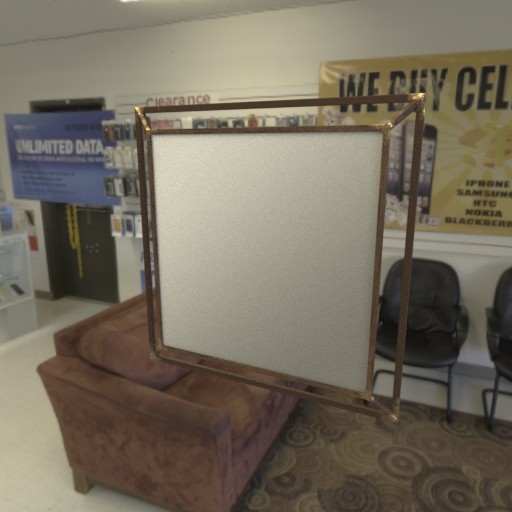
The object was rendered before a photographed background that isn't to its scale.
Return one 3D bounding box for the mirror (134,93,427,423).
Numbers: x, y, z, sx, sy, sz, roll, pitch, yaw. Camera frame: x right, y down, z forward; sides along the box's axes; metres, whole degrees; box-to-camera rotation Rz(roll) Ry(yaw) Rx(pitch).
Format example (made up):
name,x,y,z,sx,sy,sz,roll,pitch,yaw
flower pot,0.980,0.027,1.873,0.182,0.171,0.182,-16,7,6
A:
name,x,y,z,sx,sy,sz,roll,pitch,yaw
mirror,0.000,0.000,0.919,0.610,0.610,0.032,7,15,26
